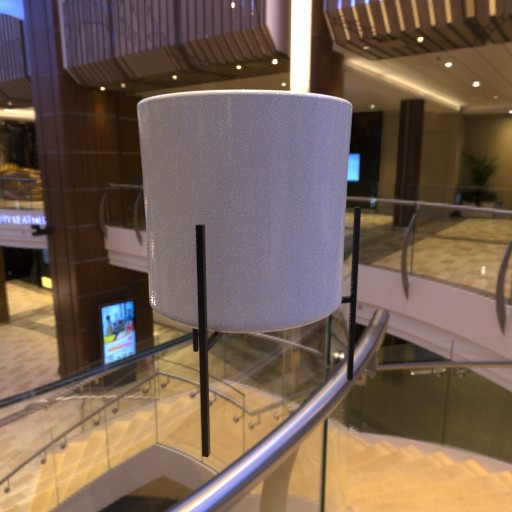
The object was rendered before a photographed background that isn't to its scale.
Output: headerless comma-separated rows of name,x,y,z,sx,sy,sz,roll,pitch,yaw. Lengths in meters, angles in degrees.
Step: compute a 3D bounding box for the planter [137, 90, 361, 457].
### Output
planter,0.000,0.000,0.744,0.361,0.480,0.360,-2,12,-9
